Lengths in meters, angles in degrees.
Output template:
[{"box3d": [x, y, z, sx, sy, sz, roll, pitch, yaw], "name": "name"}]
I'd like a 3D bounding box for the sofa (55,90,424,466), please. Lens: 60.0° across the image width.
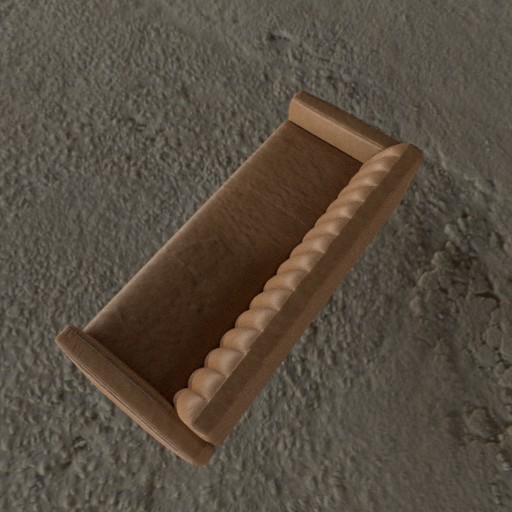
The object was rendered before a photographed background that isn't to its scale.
[{"box3d": [0.000, 0.000, 2.742, 0.990, 0.821, 2.291, 34, 68, 16], "name": "sofa"}]
